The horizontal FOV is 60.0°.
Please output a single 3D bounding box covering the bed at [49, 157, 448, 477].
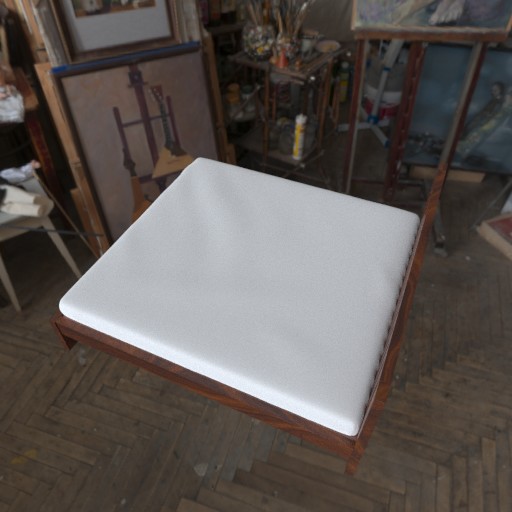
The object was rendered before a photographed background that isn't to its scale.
[{"bbox_3d":[0.000,0.000,3.042,2.030,0.890,1.905,18,48,17],"label":"bed"}]
